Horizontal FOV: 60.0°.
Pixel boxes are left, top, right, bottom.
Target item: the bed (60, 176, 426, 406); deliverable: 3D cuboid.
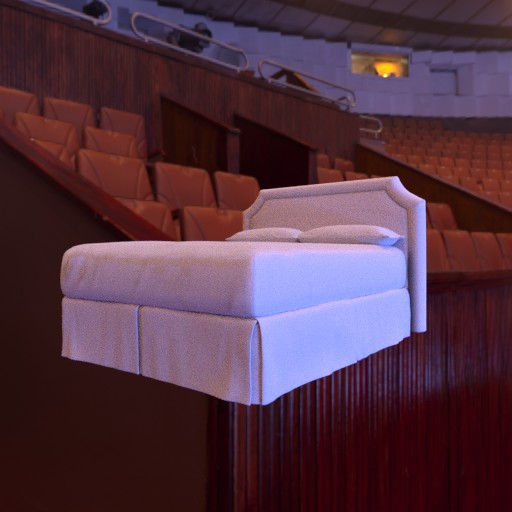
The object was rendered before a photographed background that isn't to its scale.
[{"bbox_3d":[0.000,0.000,3.243,1.828,1.297,2.164,1,1,37],"label":"bed"}]
